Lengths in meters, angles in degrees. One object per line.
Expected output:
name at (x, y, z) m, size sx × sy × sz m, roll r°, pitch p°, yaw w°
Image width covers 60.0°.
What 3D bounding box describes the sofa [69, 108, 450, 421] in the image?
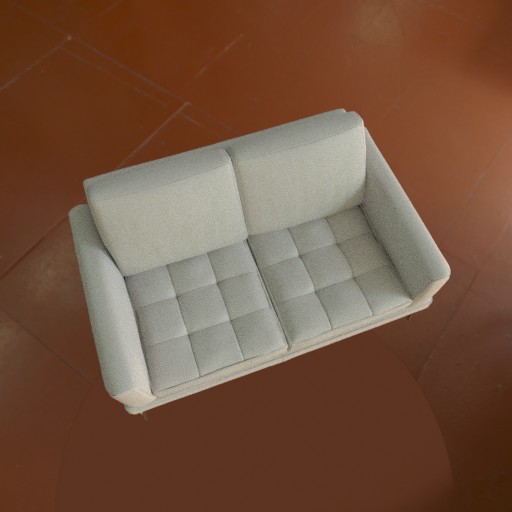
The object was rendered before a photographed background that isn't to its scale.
sofa at (0.000, 0.000, 2.460) m, size 1.819 × 0.930 × 1.121 m, roll -18°, pitch 65°, yaw -9°
